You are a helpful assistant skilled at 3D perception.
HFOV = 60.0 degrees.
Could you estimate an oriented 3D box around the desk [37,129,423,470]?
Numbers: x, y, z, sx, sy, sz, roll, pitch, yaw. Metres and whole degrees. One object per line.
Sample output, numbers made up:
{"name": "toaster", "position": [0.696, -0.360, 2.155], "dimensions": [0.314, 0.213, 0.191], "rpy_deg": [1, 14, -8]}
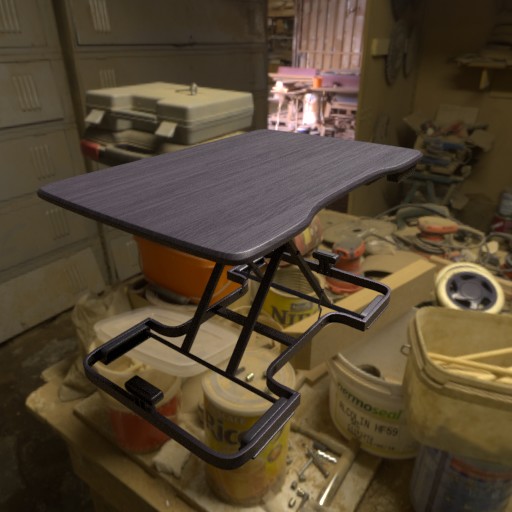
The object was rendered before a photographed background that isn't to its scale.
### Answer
{"name": "desk", "position": [0.000, 0.000, 1.144], "dimensions": [0.546, 0.470, 0.820], "rpy_deg": [18, 32, 32]}
